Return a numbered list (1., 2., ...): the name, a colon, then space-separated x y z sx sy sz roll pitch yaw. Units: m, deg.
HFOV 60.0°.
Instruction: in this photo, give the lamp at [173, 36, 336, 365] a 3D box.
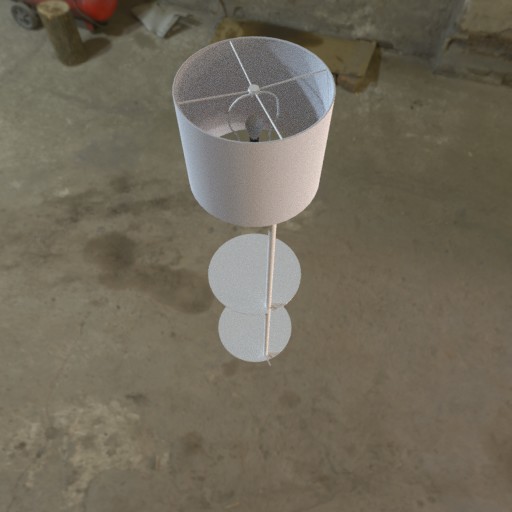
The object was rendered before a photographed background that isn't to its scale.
1. lamp: 0.000 0.000 1.633 0.372 1.465 0.405 -17 60 -10
